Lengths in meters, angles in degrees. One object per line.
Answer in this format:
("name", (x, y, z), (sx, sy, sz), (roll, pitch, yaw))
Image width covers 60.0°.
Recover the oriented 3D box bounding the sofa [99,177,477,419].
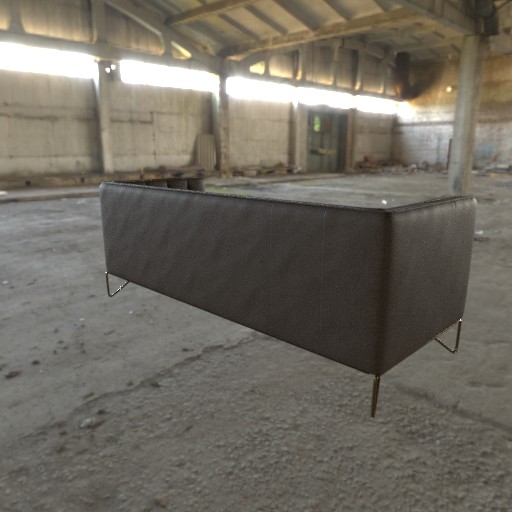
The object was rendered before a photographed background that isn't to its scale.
("sofa", (0.000, 0.000, 2.550), (2.087, 0.789, 0.867), (13, 19, 43))
